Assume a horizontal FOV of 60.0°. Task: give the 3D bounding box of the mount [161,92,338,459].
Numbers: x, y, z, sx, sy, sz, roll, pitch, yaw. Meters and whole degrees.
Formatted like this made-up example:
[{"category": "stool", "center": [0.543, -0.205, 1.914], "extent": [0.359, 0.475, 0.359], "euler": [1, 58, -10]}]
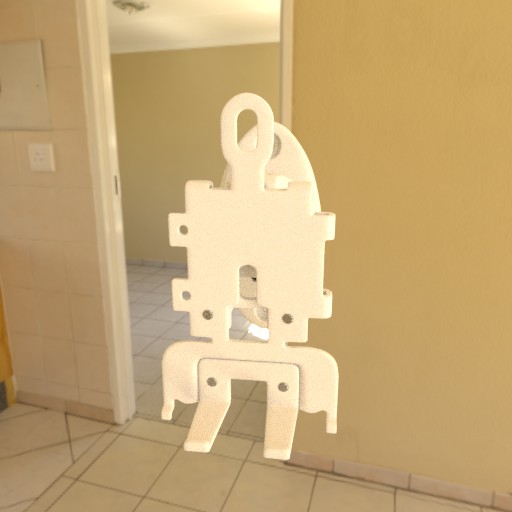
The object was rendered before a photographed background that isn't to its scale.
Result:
[{"category": "mount", "center": [0.000, 0.000, 0.177], "extent": [0.066, 0.118, 0.100], "euler": [2, 14, 7]}]
